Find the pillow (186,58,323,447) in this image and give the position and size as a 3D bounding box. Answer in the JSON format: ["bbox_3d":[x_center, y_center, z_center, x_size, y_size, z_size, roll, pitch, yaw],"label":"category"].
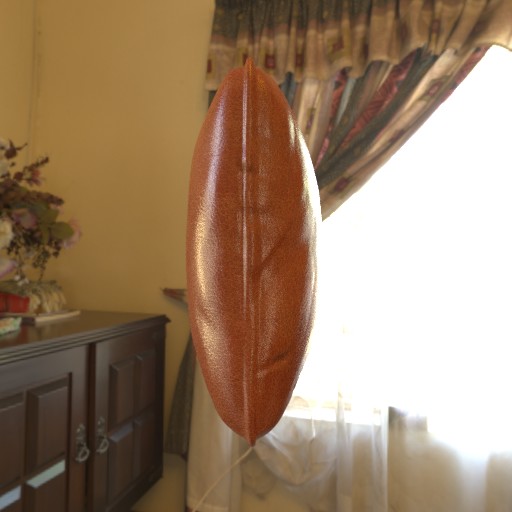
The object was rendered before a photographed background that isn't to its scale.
[{"bbox_3d":[0.000,0.000,0.825,0.236,0.523,0.532,0,-2,1],"label":"pillow"}]
